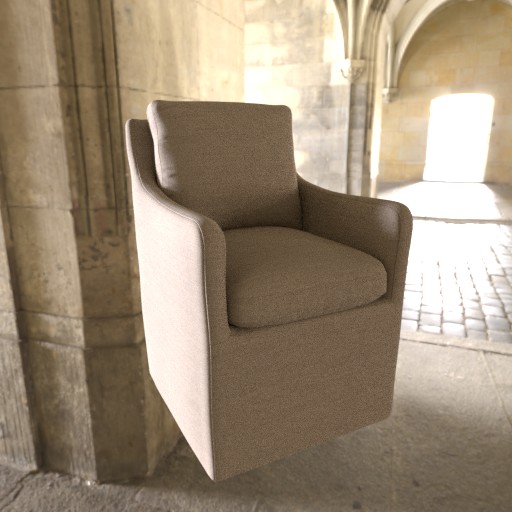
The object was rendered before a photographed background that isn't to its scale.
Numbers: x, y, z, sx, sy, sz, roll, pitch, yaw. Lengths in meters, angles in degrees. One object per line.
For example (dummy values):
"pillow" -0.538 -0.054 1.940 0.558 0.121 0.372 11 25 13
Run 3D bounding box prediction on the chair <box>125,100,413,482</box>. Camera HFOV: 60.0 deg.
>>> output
"chair" 0.000 0.000 1.346 0.626 0.914 0.694 -8 17 -27
